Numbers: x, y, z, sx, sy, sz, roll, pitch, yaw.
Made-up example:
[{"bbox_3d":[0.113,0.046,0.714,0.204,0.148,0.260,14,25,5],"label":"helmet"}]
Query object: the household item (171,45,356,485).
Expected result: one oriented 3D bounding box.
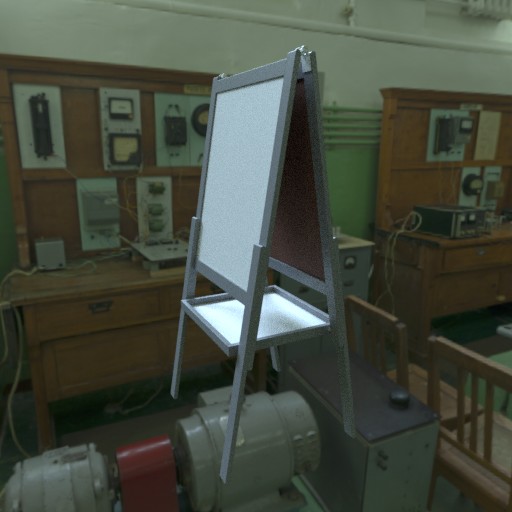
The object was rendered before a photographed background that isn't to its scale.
[{"bbox_3d":[0.000,0.000,1.445,0.469,1.172,0.531,-7,16,-26],"label":"household item"}]
